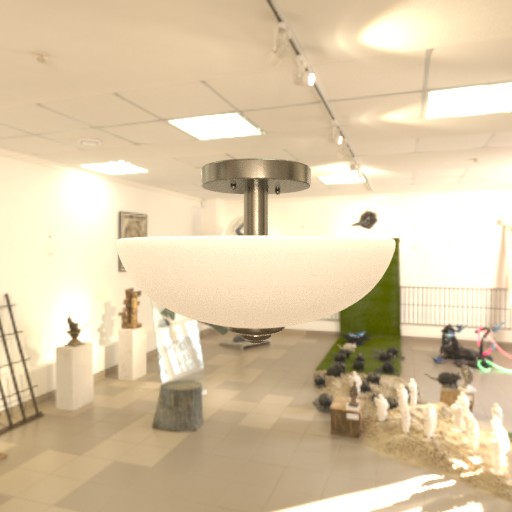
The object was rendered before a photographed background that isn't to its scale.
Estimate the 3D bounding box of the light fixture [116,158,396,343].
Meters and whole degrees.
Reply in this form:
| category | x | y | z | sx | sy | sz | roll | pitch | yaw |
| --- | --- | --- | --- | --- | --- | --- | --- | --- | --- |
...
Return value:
| category | x | y | z | sx | sy | sz | roll | pitch | yaw |
| --- | --- | --- | --- | --- | --- | --- | --- | --- | --- |
| light fixture | 0.000 | 0.000 | 0.549 | 0.330 | 0.214 | 0.330 | 0 | 1 | 0 |
